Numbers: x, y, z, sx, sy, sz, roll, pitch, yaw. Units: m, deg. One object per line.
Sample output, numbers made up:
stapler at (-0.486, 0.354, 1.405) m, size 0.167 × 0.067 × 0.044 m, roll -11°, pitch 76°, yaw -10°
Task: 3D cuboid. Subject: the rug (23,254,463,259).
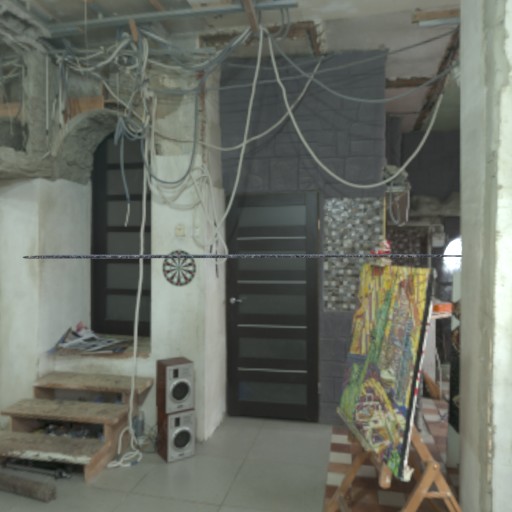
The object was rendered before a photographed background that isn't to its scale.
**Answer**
rug at (0.000, 0.000, 2.558) m, size 2.306 × 0.013 × 0.719 m, roll 0°, pitch 1°, yaw -17°
